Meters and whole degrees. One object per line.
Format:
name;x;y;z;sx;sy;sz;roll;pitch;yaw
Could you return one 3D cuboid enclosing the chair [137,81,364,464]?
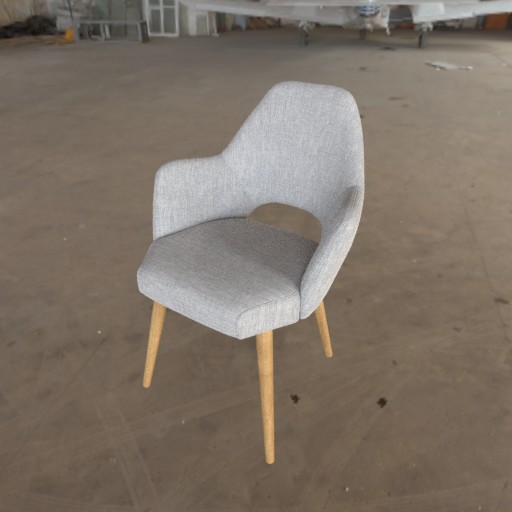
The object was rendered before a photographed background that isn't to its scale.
chair;0.000;0.000;1.252;0.590;0.840;0.610;20;36;29
